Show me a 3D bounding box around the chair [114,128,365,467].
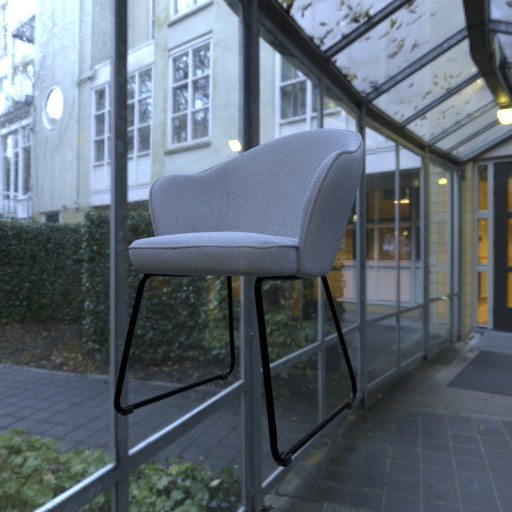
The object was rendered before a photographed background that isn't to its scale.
[{"bbox_3d":[0.000,0.000,1.213,0.570,0.817,0.592,0,0,34],"label":"chair"}]
